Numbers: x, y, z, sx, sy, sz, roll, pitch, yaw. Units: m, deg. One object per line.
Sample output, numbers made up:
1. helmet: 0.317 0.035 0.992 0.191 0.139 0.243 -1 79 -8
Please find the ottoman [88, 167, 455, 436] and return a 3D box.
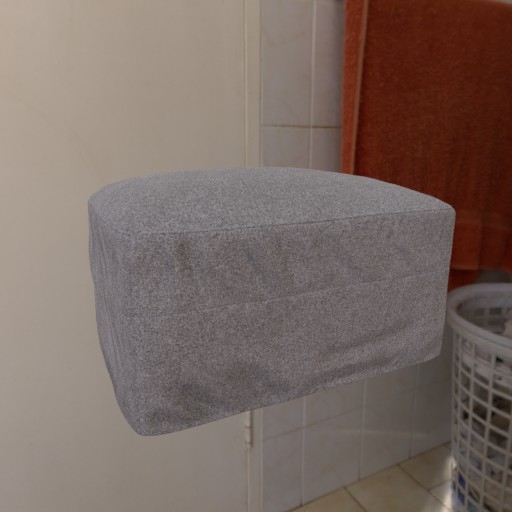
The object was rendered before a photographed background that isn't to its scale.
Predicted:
1. ottoman: 0.000 0.000 1.227 0.837 0.481 0.683 -7 16 -24
